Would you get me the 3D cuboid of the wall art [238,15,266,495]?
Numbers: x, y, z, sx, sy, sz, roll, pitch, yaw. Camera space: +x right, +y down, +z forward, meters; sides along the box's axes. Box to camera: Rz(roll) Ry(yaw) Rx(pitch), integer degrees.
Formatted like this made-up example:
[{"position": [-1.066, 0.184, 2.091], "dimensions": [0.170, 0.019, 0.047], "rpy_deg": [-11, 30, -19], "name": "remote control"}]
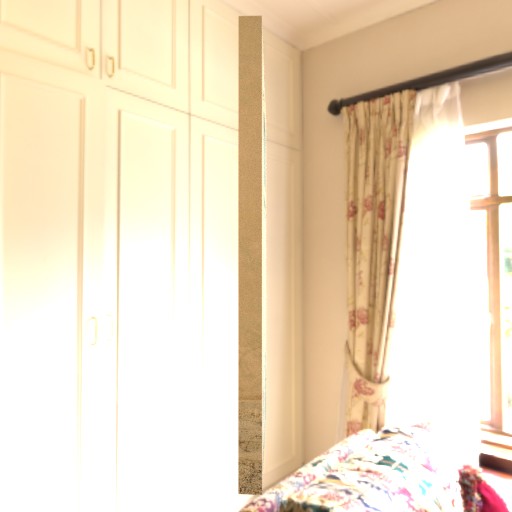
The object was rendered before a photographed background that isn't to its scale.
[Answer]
[{"position": [0.000, 0.000, 0.960], "dimensions": [0.038, 0.764, 0.508], "rpy_deg": [0, -1, 2], "name": "wall art"}]
